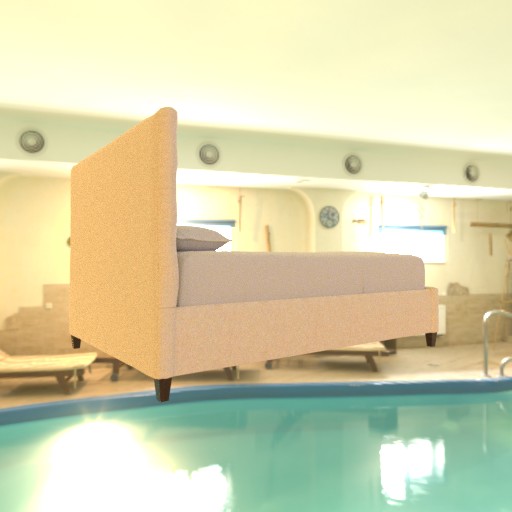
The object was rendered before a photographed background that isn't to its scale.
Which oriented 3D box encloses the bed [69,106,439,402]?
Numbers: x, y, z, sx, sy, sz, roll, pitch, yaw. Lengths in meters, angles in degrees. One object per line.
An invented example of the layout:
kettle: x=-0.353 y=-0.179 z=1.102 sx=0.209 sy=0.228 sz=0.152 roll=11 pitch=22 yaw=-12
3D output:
bed: x=0.000 y=0.000 z=3.477 sx=2.387 sy=1.427 sz=1.698 roll=0 pitch=-1 yaw=-36
